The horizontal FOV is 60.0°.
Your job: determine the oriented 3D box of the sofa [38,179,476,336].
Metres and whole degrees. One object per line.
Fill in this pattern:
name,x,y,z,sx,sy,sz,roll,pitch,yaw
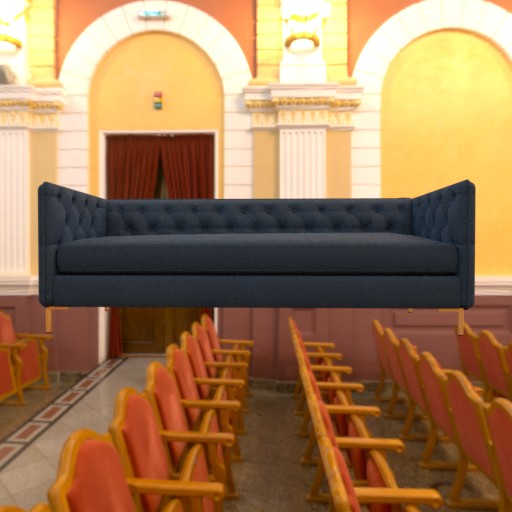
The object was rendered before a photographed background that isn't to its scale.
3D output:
sofa,0.000,0.000,2.614,2.209,0.771,0.895,0,1,2
